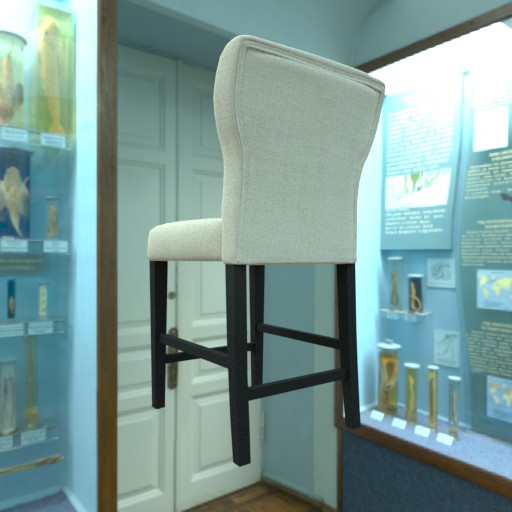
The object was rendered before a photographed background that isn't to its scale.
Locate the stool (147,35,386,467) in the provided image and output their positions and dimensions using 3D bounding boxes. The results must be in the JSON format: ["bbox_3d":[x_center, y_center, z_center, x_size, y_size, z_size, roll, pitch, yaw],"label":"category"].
[{"bbox_3d":[0.000,0.000,1.314,0.514,0.972,0.603,0,0,-36],"label":"stool"}]
